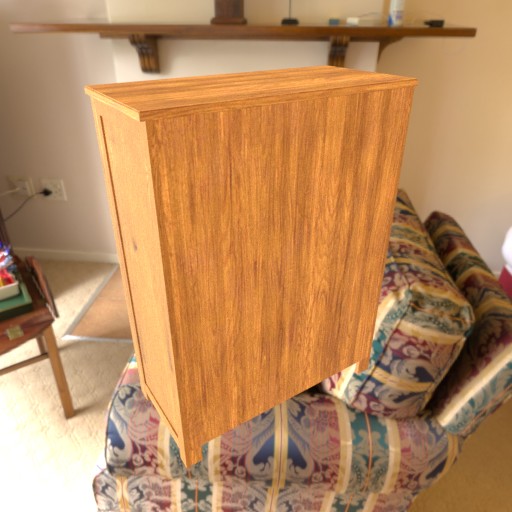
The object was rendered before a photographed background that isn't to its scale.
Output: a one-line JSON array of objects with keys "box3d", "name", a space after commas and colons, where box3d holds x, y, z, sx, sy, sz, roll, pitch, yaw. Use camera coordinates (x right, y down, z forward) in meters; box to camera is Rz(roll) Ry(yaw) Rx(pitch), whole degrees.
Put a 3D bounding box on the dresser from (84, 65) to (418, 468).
[{"box3d": [0.000, 0.000, 1.933, 1.081, 1.431, 0.558, -18, 34, -29], "name": "dresser"}]
